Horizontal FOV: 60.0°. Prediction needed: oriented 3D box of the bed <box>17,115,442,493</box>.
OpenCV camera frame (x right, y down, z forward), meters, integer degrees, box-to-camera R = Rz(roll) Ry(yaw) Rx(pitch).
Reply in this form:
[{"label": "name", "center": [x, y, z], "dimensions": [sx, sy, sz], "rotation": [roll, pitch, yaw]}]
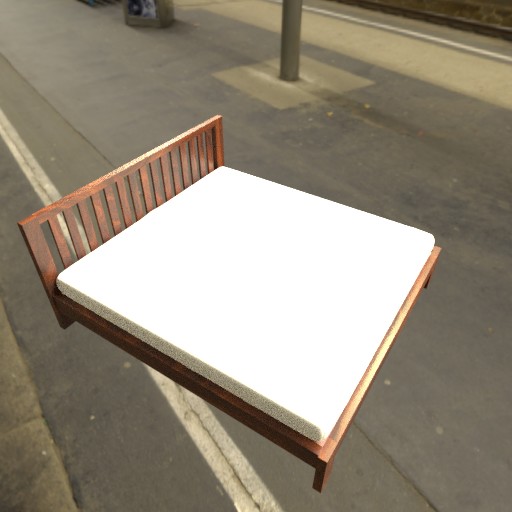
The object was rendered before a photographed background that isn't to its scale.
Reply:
[{"label": "bed", "center": [0.000, 0.000, 3.008], "dimensions": [2.030, 0.890, 1.905], "rotation": [23, 44, 25]}]
